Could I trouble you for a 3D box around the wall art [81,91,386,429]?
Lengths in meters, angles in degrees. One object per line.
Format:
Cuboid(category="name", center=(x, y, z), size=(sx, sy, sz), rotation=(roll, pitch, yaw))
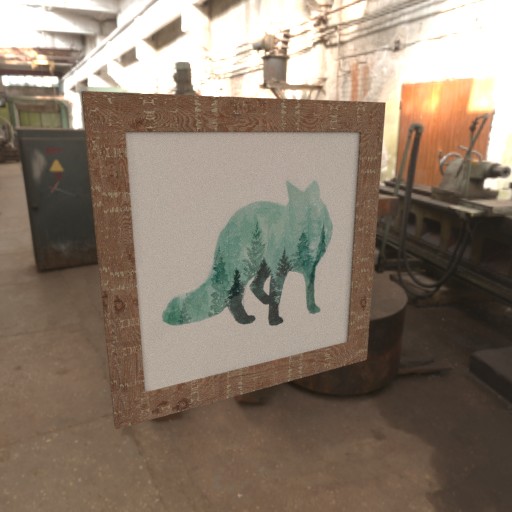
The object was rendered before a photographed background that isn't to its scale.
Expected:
Cuboid(category="wall art", center=(0.000, 0.000, 0.571), size=(0.384, 0.384, 0.012), rotation=(-8, 17, -25))
